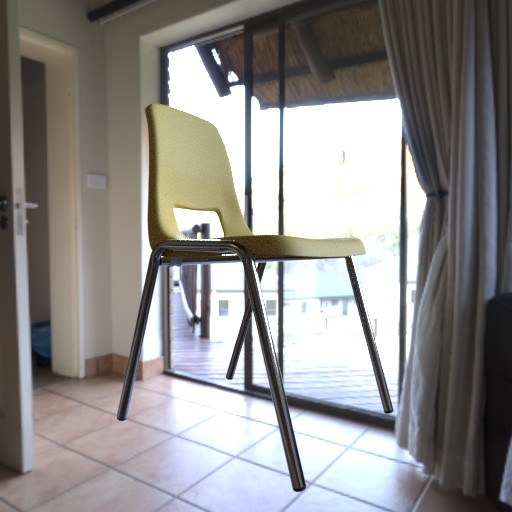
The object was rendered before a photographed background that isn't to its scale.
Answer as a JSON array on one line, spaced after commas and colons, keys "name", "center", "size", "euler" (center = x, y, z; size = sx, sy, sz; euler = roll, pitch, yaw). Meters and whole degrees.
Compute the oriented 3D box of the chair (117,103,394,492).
[{"name": "chair", "center": [0.000, 0.000, 0.888], "size": [0.436, 0.653, 0.381], "euler": [1, 2, 36]}]
